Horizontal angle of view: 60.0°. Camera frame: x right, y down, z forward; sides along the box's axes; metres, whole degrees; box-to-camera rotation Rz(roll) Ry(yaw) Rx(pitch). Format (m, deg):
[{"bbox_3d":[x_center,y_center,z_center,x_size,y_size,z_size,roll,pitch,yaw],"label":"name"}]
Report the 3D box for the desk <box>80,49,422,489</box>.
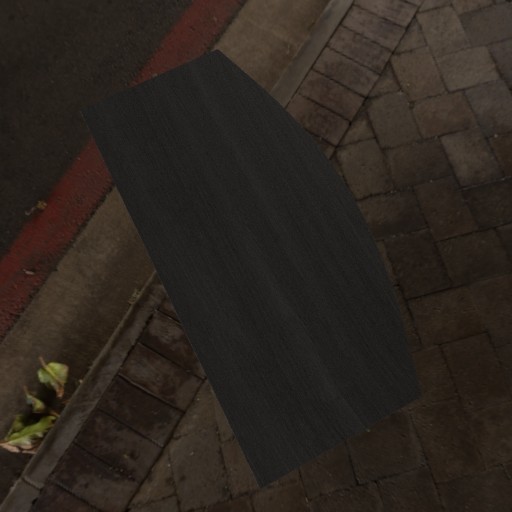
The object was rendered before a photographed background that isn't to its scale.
[{"bbox_3d":[0.000,0.000,2.052,0.802,0.750,1.600,-27,77,-7],"label":"desk"}]
